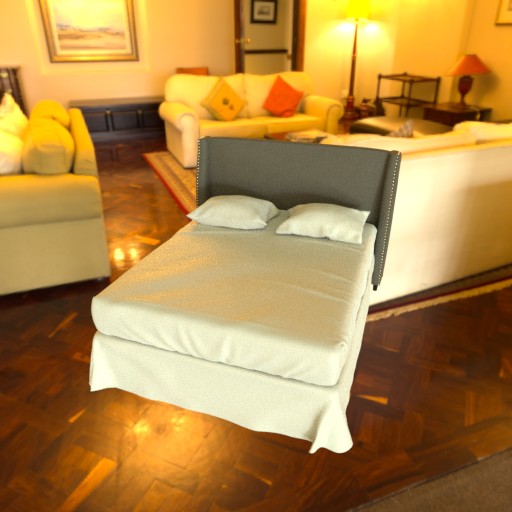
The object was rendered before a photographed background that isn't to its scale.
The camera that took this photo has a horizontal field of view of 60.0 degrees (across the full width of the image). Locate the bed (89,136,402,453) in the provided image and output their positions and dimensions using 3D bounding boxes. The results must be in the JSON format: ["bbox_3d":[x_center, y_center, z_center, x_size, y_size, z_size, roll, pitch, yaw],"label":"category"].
[{"bbox_3d":[0.000,0.000,3.489,1.925,1.332,2.276,9,28,17],"label":"bed"}]
